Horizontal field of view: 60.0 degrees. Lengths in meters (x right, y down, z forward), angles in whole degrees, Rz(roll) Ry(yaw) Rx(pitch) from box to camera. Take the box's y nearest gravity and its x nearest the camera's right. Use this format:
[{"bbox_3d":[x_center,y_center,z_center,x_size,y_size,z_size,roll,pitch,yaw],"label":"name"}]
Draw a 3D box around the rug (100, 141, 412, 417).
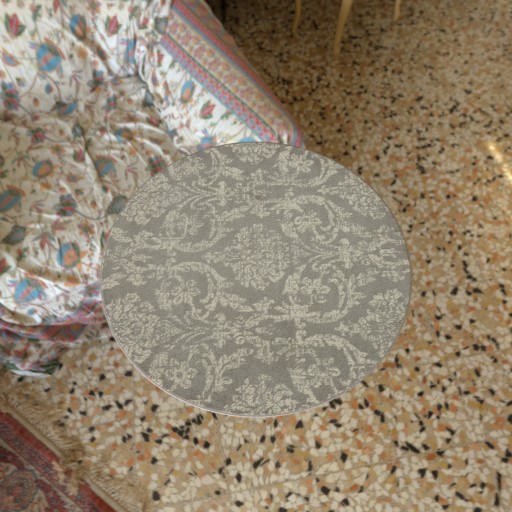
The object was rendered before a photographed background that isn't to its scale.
[{"bbox_3d":[0.000,0.000,2.295,1.593,0.012,1.593,0,61,0],"label":"rug"}]
